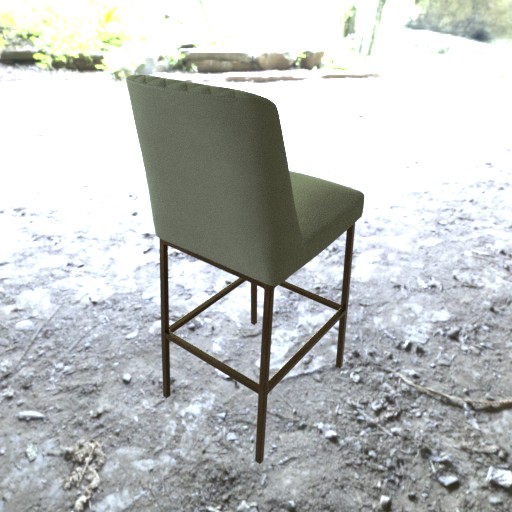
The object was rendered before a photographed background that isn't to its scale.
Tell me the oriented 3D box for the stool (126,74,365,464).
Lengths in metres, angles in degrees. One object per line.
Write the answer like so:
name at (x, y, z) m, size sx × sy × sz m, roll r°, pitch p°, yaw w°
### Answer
stool at (0.000, 0.000, 1.370) m, size 0.462 × 1.084 × 0.546 m, roll 22°, pitch 38°, yaw 32°
